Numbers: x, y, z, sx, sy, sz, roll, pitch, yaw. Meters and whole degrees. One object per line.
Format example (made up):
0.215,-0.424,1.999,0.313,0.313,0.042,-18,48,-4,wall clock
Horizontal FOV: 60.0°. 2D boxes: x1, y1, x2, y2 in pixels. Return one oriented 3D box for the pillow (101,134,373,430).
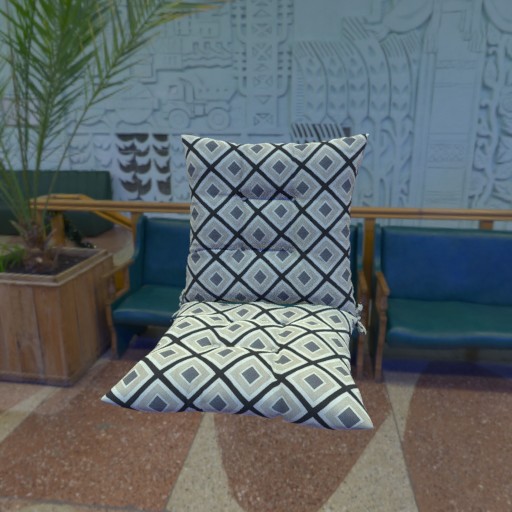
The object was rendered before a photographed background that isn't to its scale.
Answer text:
0.000,0.000,1.012,0.541,0.536,0.585,3,16,9,pillow
